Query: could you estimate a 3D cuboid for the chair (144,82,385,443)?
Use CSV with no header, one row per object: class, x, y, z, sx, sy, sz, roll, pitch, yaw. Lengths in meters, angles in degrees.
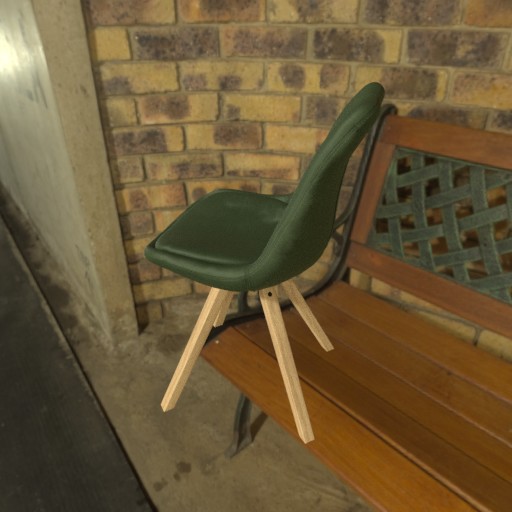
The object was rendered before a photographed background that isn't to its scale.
chair,0.000,0.000,1.188,0.547,0.865,0.483,8,31,14
